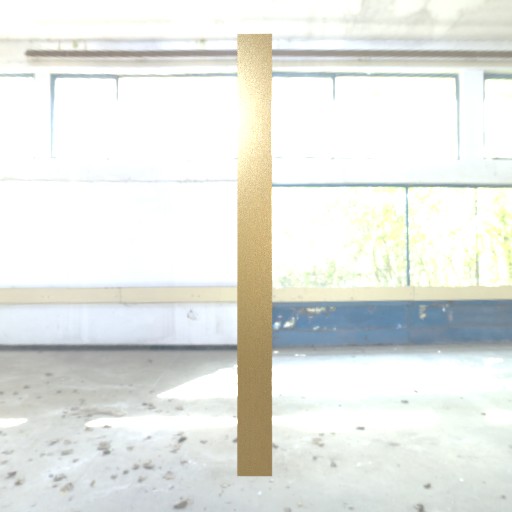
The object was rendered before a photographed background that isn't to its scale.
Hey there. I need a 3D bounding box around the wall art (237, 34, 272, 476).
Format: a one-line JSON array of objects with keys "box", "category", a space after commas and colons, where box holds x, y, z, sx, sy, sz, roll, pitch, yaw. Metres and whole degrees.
[{"box": [0.000, 0.000, 0.764, 0.040, 0.509, 0.509, 0, -1, 0], "category": "wall art"}]
